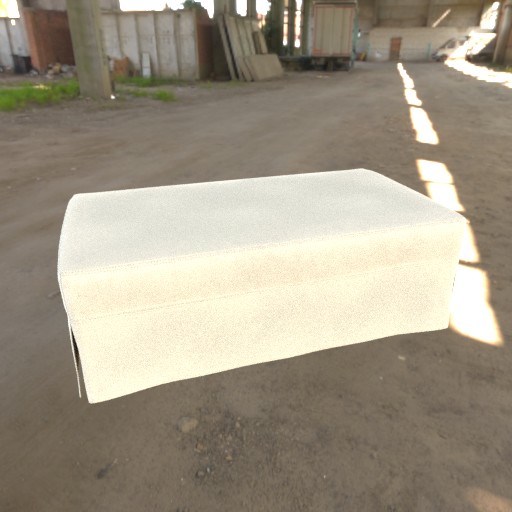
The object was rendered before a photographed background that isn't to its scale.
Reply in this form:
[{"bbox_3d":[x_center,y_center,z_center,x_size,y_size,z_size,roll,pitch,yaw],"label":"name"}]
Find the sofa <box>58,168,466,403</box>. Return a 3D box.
[{"bbox_3d":[0.000,0.000,2.118,1.677,0.552,0.939,-8,27,-16],"label":"sofa"}]
